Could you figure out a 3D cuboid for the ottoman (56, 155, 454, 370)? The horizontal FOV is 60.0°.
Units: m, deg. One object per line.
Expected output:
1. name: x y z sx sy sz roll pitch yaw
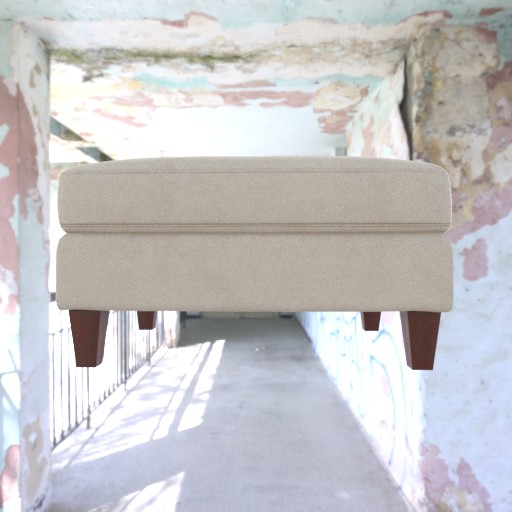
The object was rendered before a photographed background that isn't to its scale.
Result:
1. ottoman: 0.000 0.000 1.208 0.864 0.483 0.584 0 1 2
